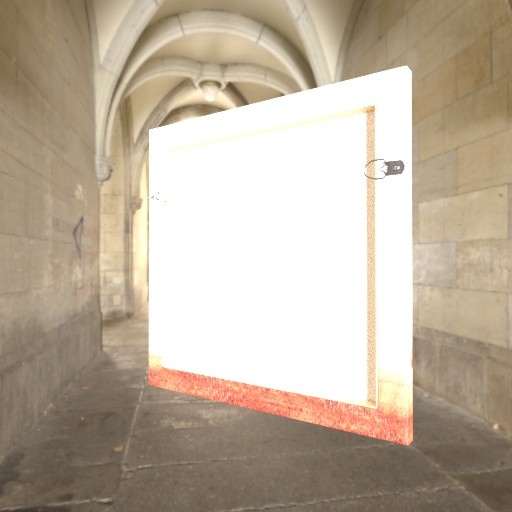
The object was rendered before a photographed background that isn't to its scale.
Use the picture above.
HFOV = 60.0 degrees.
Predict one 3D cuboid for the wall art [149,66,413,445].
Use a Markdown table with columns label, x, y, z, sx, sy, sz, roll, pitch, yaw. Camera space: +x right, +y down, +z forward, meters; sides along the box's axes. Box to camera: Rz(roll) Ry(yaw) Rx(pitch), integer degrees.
| label | x | y | z | sx | sy | sz | roll | pitch | yaw |
| --- | --- | --- | --- | --- | --- | --- | --- | --- | --- |
| wall art | 0.000 | 0.000 | 1.116 | 0.760 | 0.760 | 0.042 | -1 | -1 | 35 |
